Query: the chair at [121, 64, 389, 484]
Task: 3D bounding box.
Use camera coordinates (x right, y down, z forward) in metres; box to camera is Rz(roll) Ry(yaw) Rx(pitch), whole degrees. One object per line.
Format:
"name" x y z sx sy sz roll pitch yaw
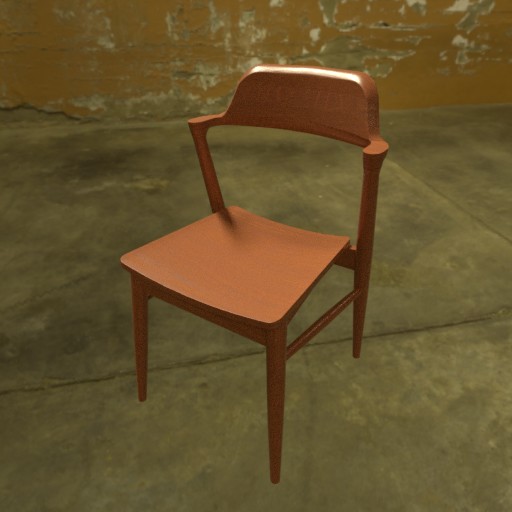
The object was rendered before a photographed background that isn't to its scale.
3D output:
"chair" 0.000 0.000 1.072 0.496 0.801 0.499 18 35 29
